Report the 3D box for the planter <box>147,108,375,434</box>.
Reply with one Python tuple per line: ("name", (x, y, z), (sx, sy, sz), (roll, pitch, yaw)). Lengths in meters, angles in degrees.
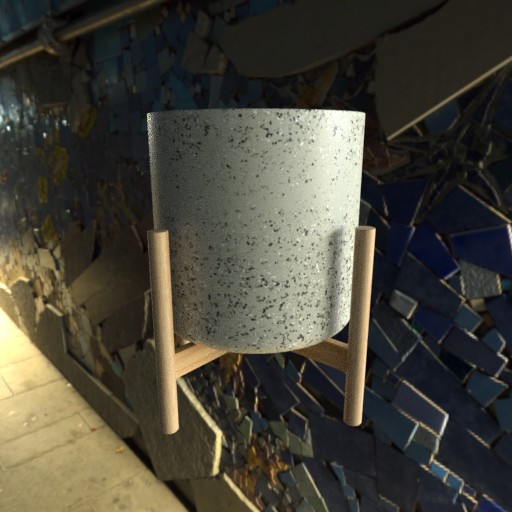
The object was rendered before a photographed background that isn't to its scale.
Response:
("planter", (0.000, 0.000, 0.688), (0.360, 0.419, 0.360), (-8, 17, -25))
